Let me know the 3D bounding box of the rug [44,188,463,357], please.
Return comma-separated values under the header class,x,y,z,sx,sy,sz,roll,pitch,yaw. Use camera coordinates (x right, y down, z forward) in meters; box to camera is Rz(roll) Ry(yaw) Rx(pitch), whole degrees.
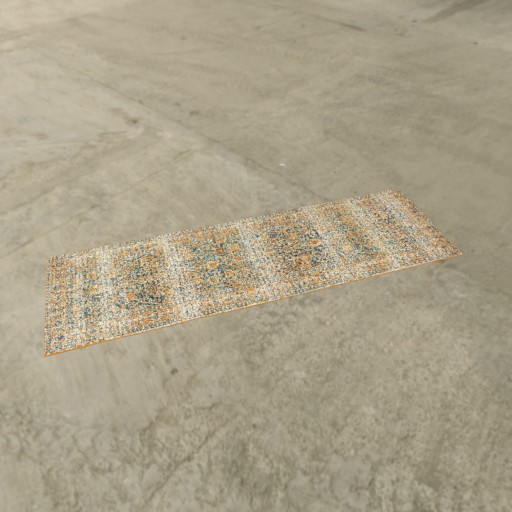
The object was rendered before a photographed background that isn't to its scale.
class,x,y,z,sx,sy,sz,roll,pitch,yaw
rug,0.000,0.000,2.551,2.294,0.014,0.704,-12,44,-13
